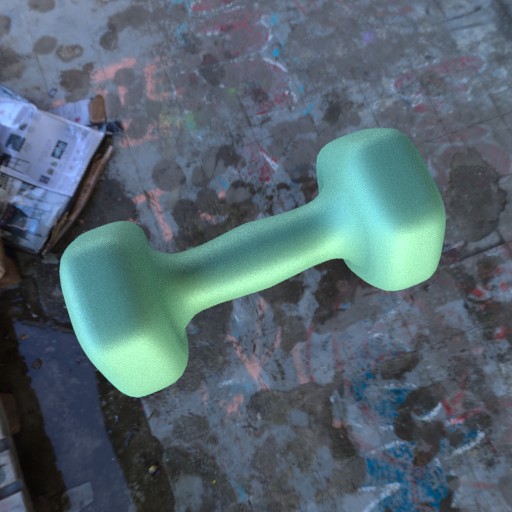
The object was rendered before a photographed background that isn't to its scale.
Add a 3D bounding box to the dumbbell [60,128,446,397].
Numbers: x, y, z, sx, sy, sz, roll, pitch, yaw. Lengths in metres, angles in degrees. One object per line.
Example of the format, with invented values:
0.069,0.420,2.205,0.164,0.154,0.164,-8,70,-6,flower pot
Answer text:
0.000,0.000,0.328,0.260,0.117,0.129,-21,77,-5,dumbbell
